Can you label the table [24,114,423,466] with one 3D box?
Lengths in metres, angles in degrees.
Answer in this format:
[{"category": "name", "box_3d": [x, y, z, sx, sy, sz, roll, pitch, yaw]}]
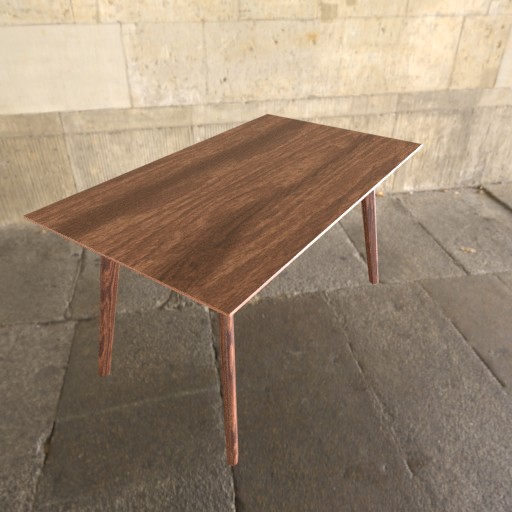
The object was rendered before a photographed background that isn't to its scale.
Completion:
[{"category": "table", "box_3d": [0.000, 0.000, 1.830, 0.801, 0.724, 1.349, 21, 39, 29]}]
